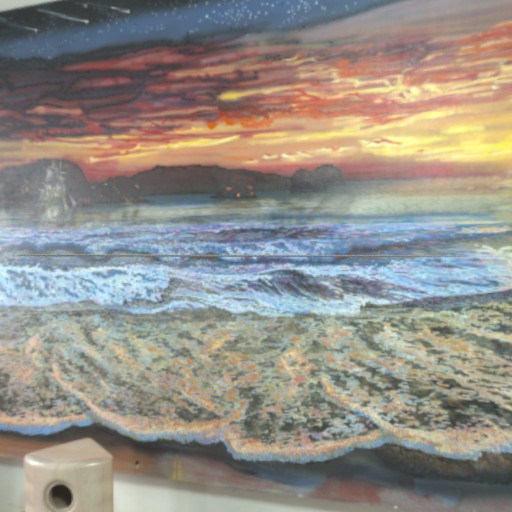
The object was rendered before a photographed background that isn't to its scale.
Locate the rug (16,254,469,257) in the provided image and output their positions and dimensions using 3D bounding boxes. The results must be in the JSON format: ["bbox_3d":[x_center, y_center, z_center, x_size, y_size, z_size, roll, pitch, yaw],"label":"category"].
[{"bbox_3d":[0.000,0.000,2.655,2.431,0.006,0.806,0,0,-17],"label":"rug"}]
